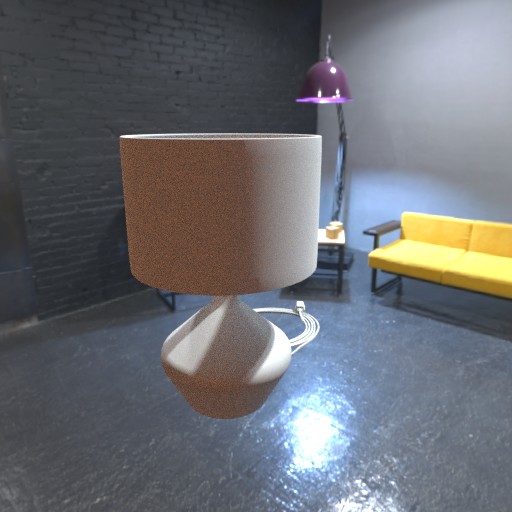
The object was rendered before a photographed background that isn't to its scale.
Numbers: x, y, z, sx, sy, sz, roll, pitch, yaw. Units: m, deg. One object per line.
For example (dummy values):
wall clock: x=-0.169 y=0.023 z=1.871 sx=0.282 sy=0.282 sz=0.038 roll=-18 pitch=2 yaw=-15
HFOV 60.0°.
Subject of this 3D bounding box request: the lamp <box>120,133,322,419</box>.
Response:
lamp: x=0.000 y=0.000 z=0.861 sx=0.546 sy=0.457 sz=0.401 roll=-16 pitch=23 yaw=-42
